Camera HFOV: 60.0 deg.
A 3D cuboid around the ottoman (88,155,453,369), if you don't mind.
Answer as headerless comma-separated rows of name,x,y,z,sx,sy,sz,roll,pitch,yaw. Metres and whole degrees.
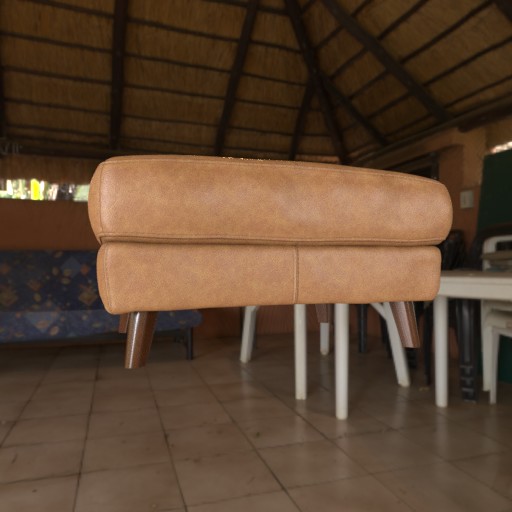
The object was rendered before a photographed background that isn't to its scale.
ottoman,0.000,0.000,1.240,0.869,0.461,0.630,0,-1,-19
